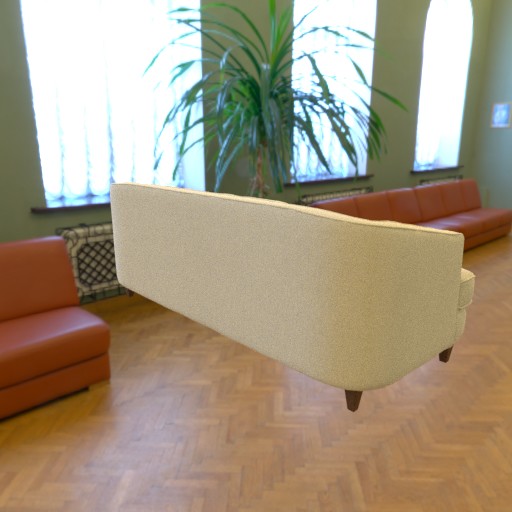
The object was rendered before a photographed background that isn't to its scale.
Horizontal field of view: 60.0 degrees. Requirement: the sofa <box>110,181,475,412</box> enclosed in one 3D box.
[{"bbox_3d":[0.000,0.000,2.704,0.941,0.855,2.278,-14,20,-42],"label":"sofa"}]
